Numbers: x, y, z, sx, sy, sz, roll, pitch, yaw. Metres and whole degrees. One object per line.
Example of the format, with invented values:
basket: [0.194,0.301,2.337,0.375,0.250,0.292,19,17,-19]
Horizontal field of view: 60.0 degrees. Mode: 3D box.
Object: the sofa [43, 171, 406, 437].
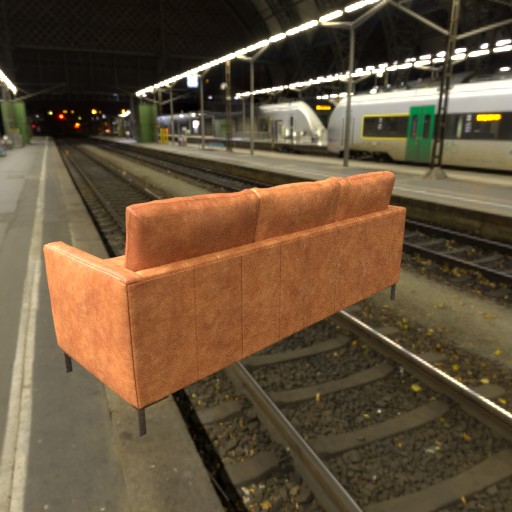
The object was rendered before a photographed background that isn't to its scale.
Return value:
sofa: [0.000,0.000,2.444,0.748,0.863,2.029,15,22,42]
